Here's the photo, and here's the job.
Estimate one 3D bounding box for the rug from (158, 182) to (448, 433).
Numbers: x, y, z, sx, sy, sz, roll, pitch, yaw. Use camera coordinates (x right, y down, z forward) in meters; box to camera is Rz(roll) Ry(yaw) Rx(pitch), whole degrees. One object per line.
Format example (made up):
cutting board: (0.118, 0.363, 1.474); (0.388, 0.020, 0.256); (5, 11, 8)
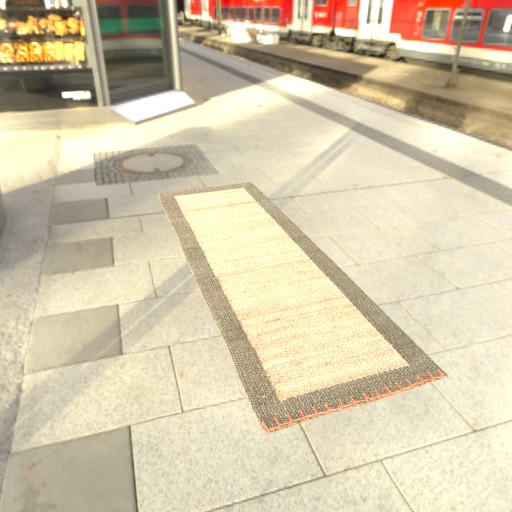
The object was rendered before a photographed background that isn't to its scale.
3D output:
rug: (0.000, 0.000, 2.672); (0.810, 0.016, 2.413); (-10, 31, -17)
